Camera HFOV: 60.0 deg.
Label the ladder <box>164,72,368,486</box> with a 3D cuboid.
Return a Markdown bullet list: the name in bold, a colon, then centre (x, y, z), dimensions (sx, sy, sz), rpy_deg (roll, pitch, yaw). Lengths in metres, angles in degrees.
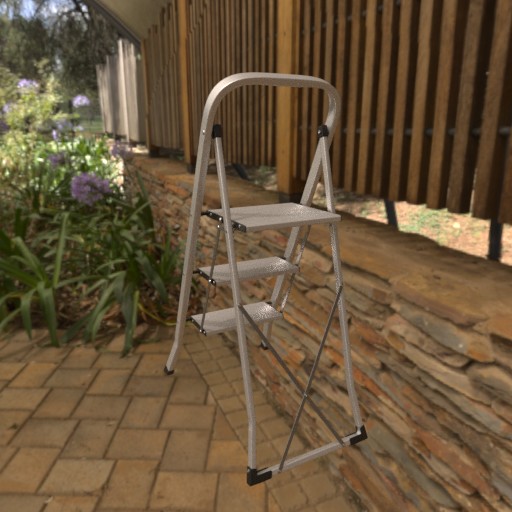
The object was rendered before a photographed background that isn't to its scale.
- **ladder**: centre (0.000, 0.000, 1.437), dimensions (0.465, 1.070, 0.704), rpy_deg (-8, 18, -27)
